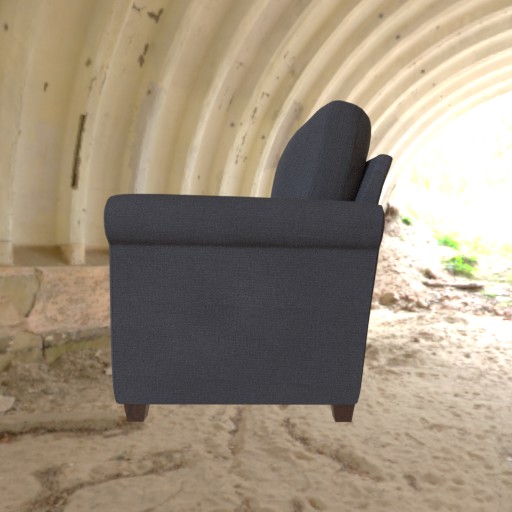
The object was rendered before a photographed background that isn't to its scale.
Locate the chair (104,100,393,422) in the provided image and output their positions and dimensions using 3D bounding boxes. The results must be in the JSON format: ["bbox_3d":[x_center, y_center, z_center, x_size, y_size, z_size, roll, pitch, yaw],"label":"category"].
[{"bbox_3d":[0.000,0.000,1.620,0.828,0.942,0.867,0,0,0],"label":"chair"}]
